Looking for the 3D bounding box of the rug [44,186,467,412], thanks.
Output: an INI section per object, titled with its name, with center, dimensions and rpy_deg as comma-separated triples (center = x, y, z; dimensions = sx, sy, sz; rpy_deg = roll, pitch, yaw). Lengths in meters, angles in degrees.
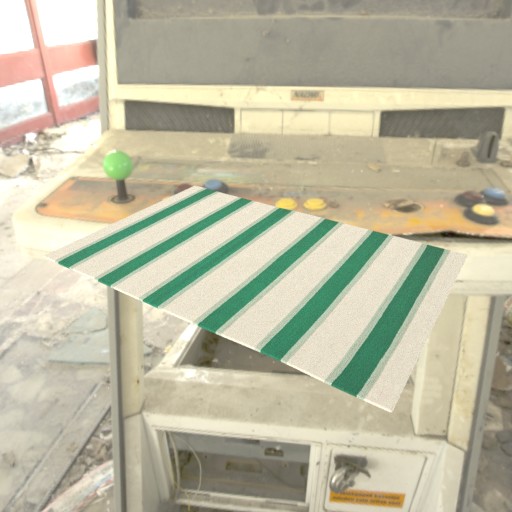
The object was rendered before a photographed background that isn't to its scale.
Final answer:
[rug]
center = 0.000, 0.000, 2.290
dimensions = 1.829, 0.012, 1.210
rpy_deg = 18, 34, 28
